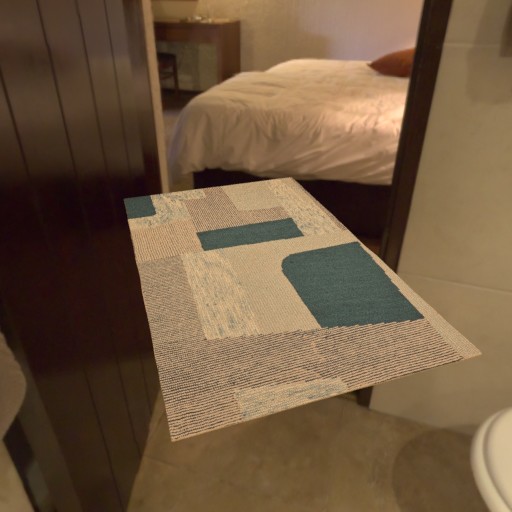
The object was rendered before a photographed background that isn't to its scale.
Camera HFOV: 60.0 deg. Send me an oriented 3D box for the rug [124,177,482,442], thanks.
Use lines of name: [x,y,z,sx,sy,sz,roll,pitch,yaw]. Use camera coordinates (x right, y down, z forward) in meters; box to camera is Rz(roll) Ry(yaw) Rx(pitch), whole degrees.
rug: [0.000,0.000,2.939,1.521,0.015,2.436,-10,33,-16]
